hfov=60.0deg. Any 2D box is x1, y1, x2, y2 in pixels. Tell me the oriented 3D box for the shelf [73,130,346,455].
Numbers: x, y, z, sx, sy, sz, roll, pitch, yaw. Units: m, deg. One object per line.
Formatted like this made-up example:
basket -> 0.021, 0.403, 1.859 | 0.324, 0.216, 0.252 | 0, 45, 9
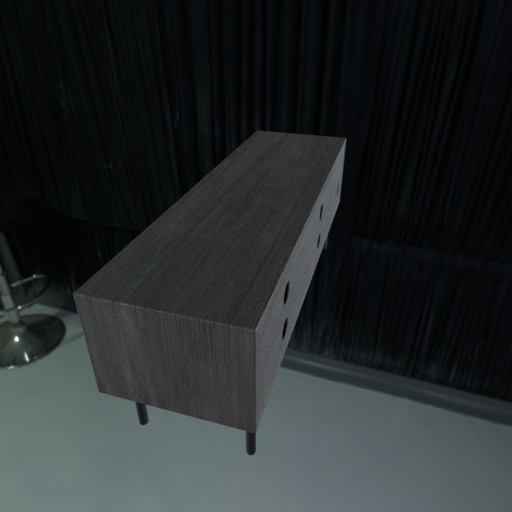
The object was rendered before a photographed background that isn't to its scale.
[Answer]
shelf -> 0.000, 0.000, 1.526 | 0.400, 0.495, 1.300 | 9, 32, 15
